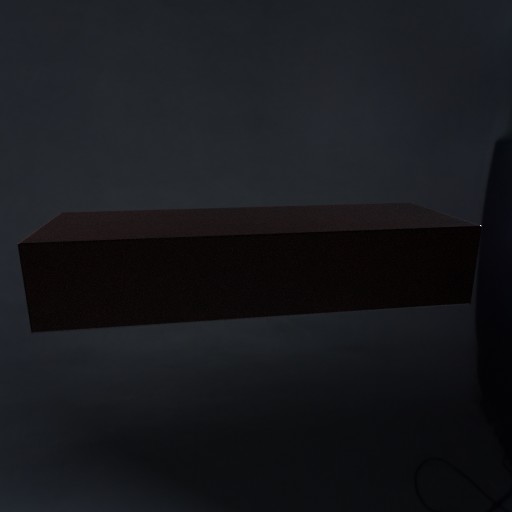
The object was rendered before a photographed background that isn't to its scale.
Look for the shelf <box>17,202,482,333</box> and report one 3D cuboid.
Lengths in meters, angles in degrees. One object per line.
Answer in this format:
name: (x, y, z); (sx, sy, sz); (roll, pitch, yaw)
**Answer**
shelf: (0.000, 0.000, 0.516); (0.457, 0.088, 0.152); (-3, 17, -9)
